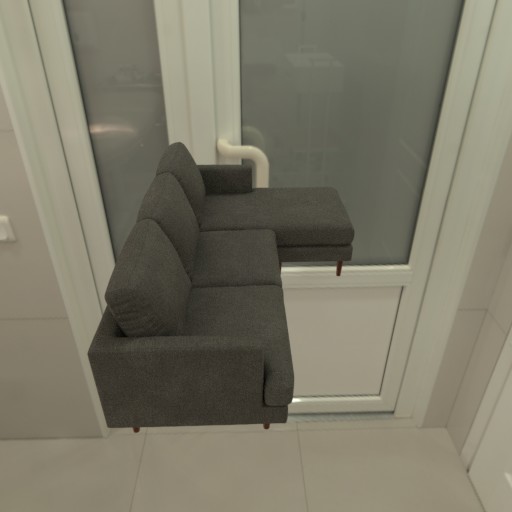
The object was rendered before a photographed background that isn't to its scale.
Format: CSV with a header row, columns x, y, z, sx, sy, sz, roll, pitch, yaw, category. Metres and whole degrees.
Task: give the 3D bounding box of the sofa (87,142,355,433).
x,y,z,sx,sy,sz,roll,pitch,yaw,category
0.000,0.000,2.937,1.504,0.956,2.233,-1,32,-2,sofa
